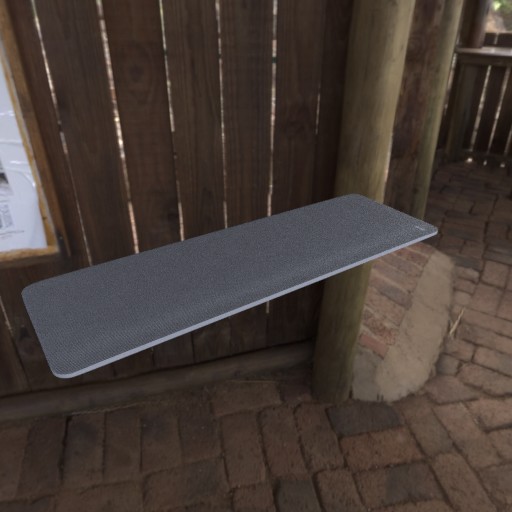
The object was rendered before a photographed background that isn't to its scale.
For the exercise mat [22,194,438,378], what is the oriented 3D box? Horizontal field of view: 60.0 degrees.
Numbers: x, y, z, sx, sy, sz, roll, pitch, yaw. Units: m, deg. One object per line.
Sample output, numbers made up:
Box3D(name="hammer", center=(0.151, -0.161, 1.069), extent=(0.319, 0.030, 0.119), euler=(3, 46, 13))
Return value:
Box3D(name="exercise mat", center=(0.000, 0.000, 2.020), extent=(1.884, 0.021, 0.616), euler=(-18, 34, -29))
